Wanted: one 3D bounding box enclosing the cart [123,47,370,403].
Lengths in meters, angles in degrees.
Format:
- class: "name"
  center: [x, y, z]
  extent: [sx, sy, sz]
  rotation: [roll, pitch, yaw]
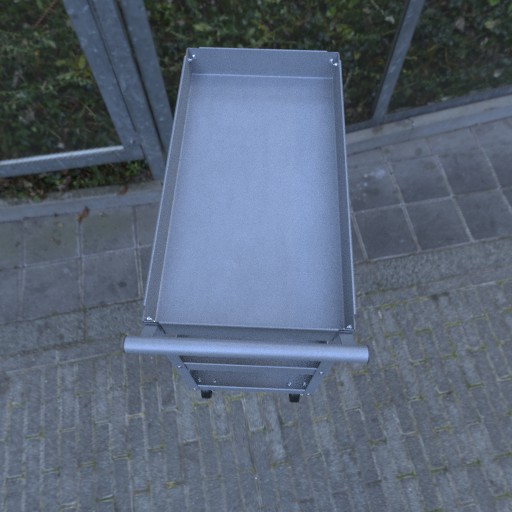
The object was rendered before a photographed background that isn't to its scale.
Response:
- class: "cart"
  center: [0.000, 0.000, 1.158]
  extent: [0.366, 0.780, 0.719]
  rotation: [2, 63, 1]
